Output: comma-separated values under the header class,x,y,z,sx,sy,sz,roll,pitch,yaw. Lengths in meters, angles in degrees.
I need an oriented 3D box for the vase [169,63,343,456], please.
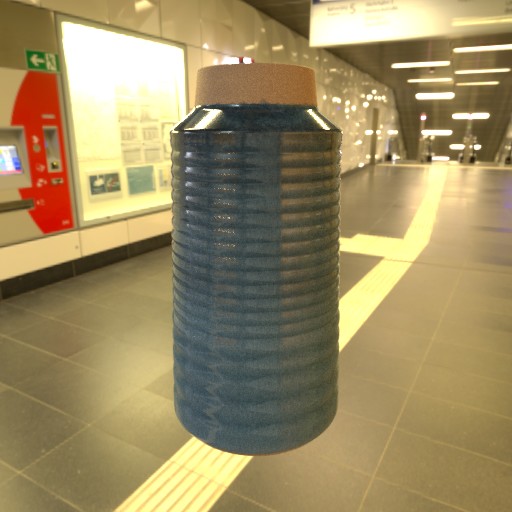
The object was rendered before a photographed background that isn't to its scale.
class,x,y,z,sx,sy,sz,roll,pitch,yaw
vase,0.000,0.000,0.407,0.163,0.316,0.163,0,16,0
